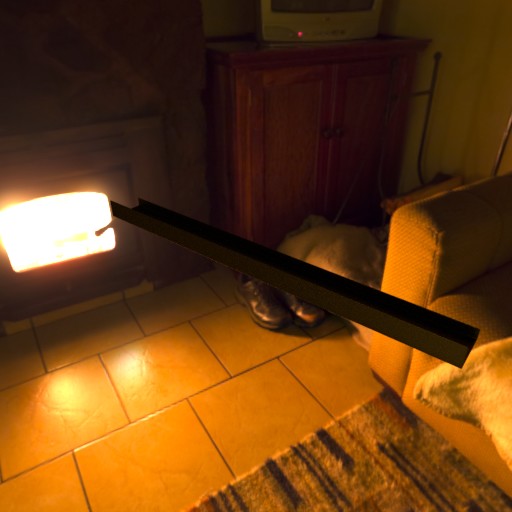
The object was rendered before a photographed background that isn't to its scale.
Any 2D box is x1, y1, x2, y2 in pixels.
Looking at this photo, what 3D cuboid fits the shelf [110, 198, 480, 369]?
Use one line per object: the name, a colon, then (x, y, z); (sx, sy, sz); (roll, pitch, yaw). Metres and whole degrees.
shelf: (0.000, 0.000, 0.987); (0.924, 0.049, 0.092); (22, 37, 32)
